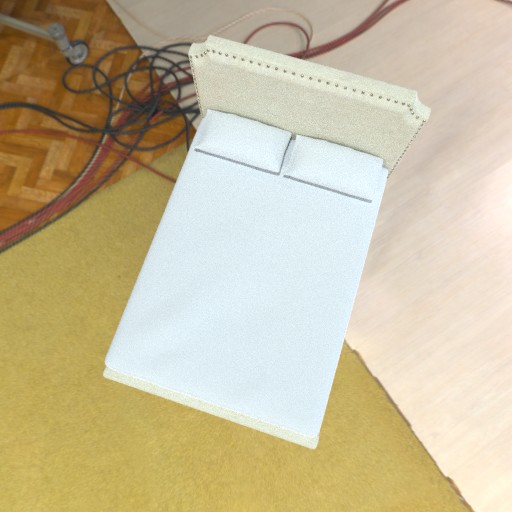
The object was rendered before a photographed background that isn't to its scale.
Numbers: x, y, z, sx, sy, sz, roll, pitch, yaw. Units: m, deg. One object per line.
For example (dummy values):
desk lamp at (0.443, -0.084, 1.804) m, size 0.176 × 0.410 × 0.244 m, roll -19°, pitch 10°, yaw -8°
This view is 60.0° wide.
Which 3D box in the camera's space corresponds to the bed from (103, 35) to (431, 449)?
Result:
bed at (0.000, 0.000, 3.325) m, size 1.713 × 1.457 × 2.381 m, roll 17°, pitch 75°, yaw 5°
